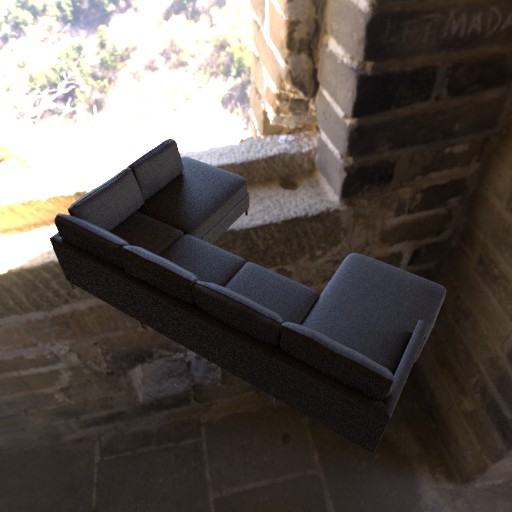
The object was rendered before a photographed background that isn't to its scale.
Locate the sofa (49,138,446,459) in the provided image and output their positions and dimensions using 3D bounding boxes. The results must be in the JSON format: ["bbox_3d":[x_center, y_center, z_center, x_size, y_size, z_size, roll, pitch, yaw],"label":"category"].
[{"bbox_3d":[0.000,0.000,4.324,3.423,0.999,2.048,23,49,22],"label":"sofa"}]
